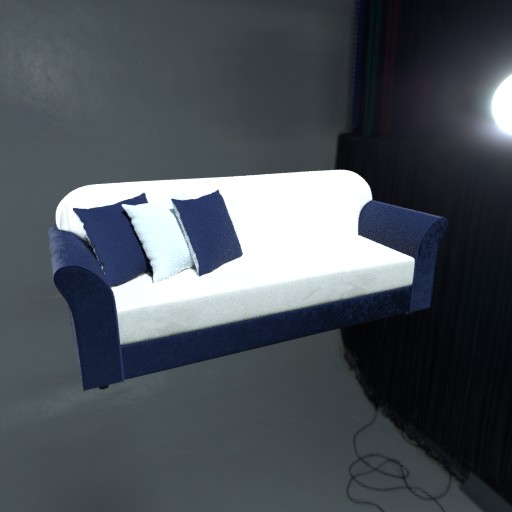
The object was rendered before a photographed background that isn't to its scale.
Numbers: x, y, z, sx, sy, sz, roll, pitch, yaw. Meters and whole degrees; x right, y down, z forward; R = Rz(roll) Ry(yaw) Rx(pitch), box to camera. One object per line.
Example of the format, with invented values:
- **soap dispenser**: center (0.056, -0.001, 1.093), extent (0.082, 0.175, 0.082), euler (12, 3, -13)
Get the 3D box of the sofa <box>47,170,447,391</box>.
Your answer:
- **sofa**: center (0.000, 0.000, 2.404), extent (2.006, 0.789, 0.749), euler (-8, 19, -24)
